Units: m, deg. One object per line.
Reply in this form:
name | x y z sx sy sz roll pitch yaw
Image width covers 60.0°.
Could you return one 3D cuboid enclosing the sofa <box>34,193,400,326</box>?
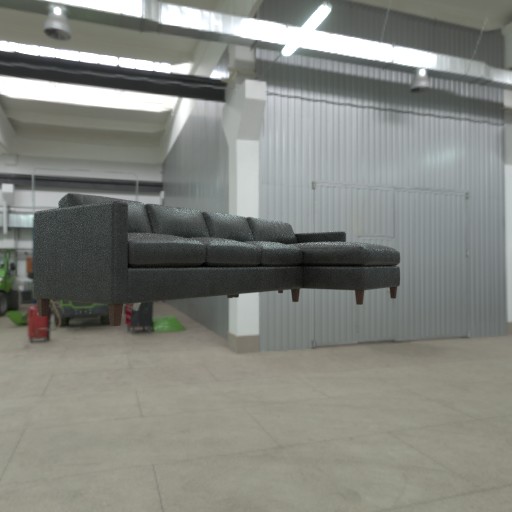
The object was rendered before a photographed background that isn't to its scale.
sofa | 0.000 0.000 3.965 1.581 0.883 3.203 -1 -1 36
